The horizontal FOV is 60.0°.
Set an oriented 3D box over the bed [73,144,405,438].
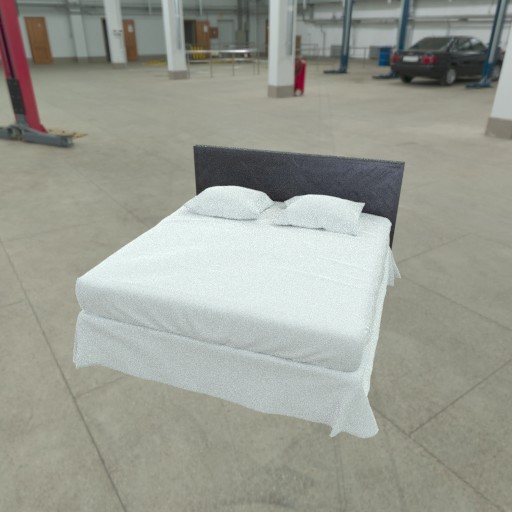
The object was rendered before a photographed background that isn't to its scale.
[{"bbox_3d":[0.000,0.000,3.517,2.255,1.158,2.165,9,28,17],"label":"bed"}]
